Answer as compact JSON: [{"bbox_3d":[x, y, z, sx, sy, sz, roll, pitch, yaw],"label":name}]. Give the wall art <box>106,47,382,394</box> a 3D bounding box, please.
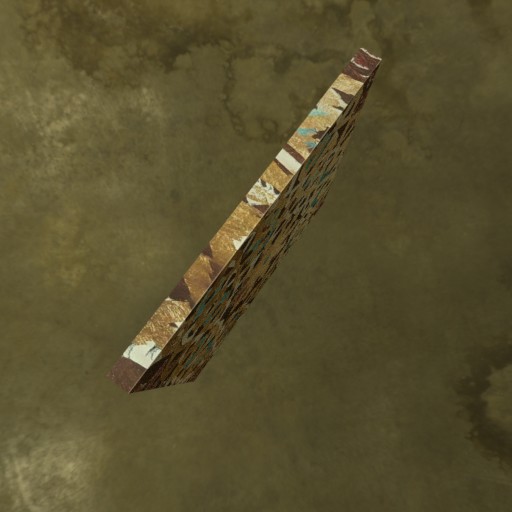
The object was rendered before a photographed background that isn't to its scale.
[{"bbox_3d":[0.000,0.000,0.923,0.041,0.613,0.609,35,78,8],"label":"wall art"}]
